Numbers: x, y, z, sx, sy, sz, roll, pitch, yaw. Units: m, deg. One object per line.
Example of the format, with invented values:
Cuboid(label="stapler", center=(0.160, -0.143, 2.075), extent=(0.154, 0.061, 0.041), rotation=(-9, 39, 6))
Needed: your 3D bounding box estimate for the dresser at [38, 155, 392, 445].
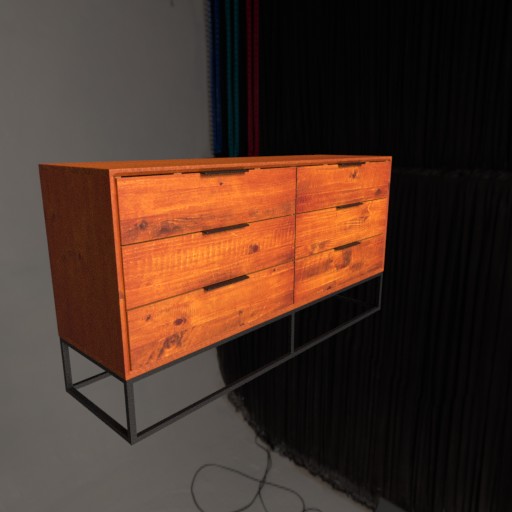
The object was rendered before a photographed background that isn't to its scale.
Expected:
Cuboid(label="dresser", center=(0.000, 0.000, 1.900), extent=(0.464, 0.810, 1.536), rotation=(13, 19, 41))
